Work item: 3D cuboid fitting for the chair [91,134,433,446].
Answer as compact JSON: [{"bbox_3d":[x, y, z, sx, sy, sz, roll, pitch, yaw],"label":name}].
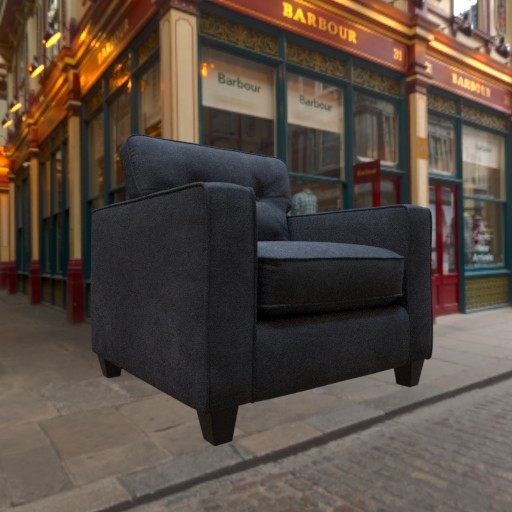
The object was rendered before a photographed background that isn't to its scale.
[{"bbox_3d":[0.000,0.000,1.722,1.015,0.965,0.939,0,0,-37],"label":"chair"}]
